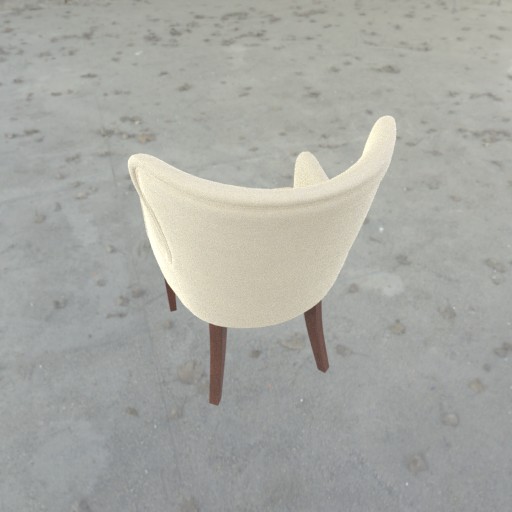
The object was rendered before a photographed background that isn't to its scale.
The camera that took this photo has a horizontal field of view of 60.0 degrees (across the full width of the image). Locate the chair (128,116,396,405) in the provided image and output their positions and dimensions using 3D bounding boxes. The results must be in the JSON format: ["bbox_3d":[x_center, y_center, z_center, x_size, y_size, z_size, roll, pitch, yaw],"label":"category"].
[{"bbox_3d":[0.000,0.000,1.482,0.696,0.990,0.744,-13,42,-14],"label":"chair"}]
